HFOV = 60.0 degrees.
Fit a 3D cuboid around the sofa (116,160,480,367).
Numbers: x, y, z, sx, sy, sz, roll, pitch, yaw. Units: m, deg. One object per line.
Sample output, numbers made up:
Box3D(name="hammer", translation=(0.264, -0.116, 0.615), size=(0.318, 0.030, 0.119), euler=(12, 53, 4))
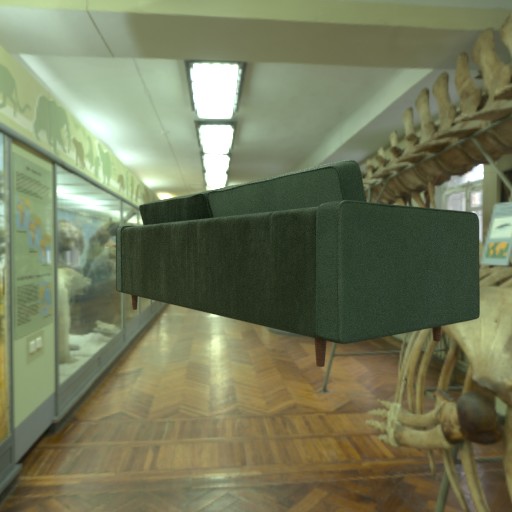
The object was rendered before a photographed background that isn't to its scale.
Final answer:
Box3D(name="sofa", translation=(0.000, 0.000, 2.585), size=(0.918, 0.769, 2.199), euler=(-1, 1, -36))
